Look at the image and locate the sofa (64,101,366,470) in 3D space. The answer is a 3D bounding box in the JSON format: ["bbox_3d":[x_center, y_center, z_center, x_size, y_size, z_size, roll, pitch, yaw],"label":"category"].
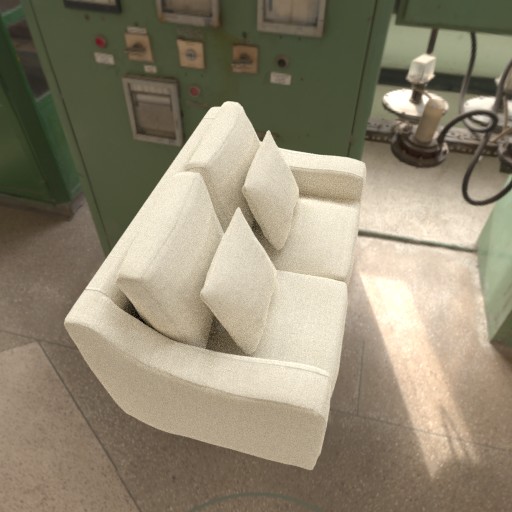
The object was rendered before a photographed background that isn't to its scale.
[{"bbox_3d":[0.000,0.000,2.348,1.040,1.047,1.744,11,47,10],"label":"sofa"}]
